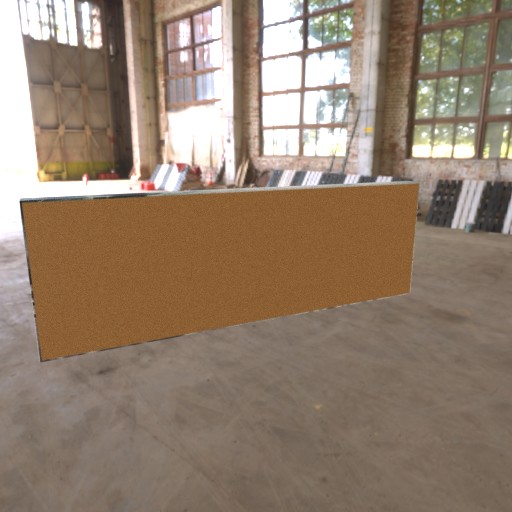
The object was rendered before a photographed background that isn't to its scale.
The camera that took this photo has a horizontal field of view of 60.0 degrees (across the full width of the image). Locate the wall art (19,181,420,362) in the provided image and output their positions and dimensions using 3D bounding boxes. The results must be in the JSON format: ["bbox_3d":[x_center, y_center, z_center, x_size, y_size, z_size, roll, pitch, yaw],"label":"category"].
[{"bbox_3d":[0.000,0.000,0.831,0.759,0.251,0.037,-7,15,-25],"label":"wall art"}]
